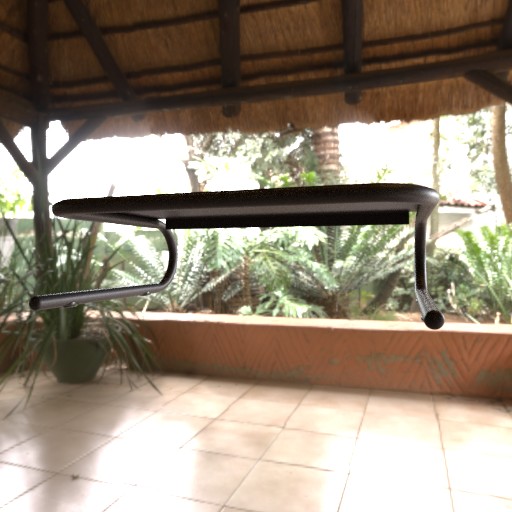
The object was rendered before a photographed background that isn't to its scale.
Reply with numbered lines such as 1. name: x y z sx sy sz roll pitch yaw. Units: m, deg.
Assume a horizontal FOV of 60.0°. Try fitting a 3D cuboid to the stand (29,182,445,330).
1. stand: 0.000 0.000 0.498 0.370 0.108 0.280 0 0 18
